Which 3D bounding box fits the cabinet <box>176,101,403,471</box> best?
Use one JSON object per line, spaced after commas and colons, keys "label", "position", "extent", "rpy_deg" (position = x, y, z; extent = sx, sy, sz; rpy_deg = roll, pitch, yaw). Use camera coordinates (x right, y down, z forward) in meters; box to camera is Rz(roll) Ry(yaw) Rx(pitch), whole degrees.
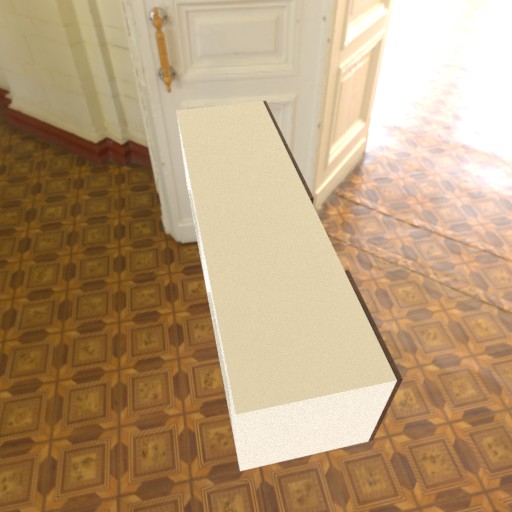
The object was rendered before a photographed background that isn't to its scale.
{"label": "cabinet", "position": [0.000, 0.000, 1.788], "extent": [0.431, 0.533, 1.499], "rpy_deg": [-9, 47, -9]}
